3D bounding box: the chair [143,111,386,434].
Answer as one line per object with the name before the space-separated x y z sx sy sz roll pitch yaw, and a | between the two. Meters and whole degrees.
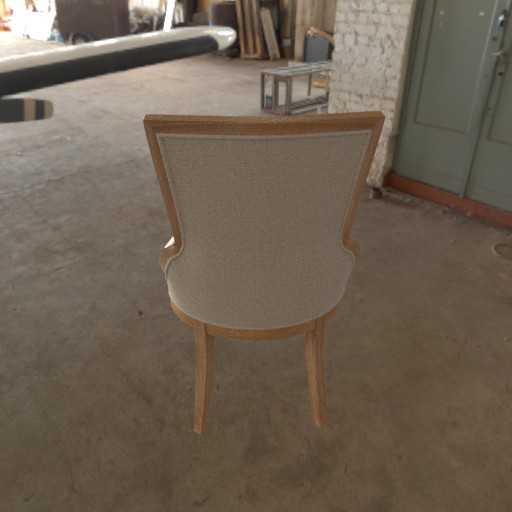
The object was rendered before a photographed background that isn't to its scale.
chair | 0.000 0.000 1.314 0.524 0.947 0.641 -2 31 -3
